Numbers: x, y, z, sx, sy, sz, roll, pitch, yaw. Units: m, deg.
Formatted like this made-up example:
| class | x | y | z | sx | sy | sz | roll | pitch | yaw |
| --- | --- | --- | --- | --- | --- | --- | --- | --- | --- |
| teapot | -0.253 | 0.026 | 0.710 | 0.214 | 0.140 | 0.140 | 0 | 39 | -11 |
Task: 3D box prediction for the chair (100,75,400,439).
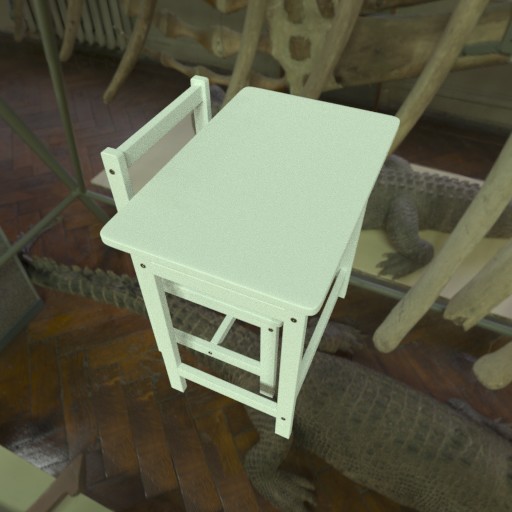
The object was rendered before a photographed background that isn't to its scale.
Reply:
| class | x | y | z | sx | sy | sz | roll | pitch | yaw |
| --- | --- | --- | --- | --- | --- | --- | --- | --- | --- |
| chair | 0.000 | 0.000 | 1.082 | 0.461 | 0.673 | 0.599 | 18 | 49 | 16 |
